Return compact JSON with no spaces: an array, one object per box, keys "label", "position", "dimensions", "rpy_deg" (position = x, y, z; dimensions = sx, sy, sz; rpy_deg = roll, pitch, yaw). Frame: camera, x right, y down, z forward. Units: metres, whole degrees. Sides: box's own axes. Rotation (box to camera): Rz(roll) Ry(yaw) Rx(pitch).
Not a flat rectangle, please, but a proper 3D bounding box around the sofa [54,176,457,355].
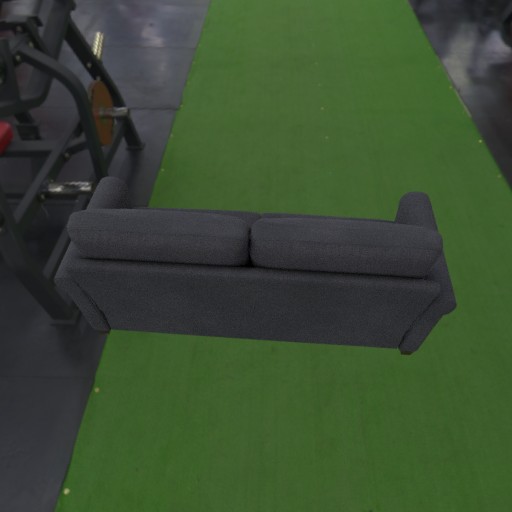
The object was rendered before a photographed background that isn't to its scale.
[{"label":"sofa","position":[0.000,0.000,2.407],"dimensions":[1.935,0.942,0.842],"rpy_deg":[3,47,3]}]
